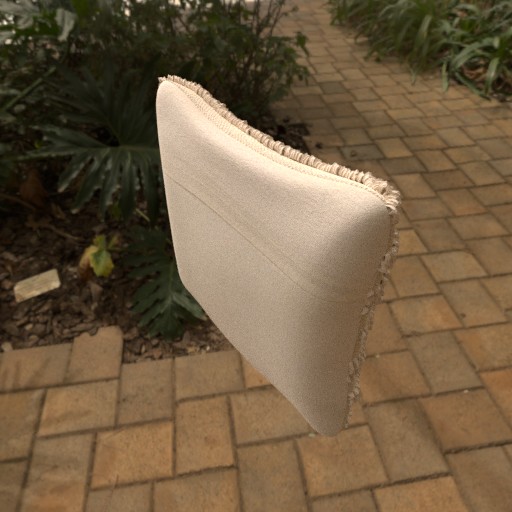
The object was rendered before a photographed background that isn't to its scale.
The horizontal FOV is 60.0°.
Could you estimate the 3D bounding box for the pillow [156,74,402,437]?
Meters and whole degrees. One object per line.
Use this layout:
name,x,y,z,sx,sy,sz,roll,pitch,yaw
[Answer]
pillow,0.000,0.000,0.656,0.145,0.427,0.437,-27,47,-28
